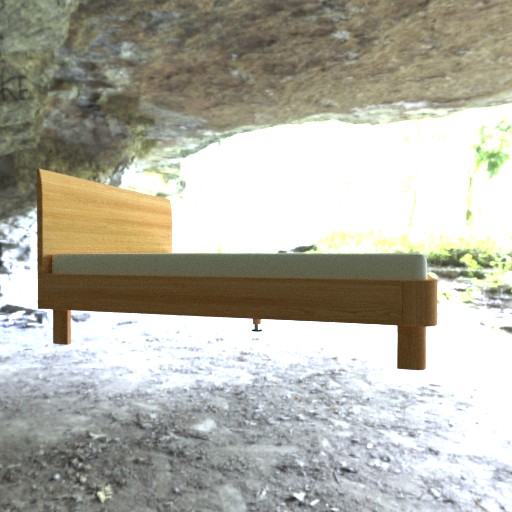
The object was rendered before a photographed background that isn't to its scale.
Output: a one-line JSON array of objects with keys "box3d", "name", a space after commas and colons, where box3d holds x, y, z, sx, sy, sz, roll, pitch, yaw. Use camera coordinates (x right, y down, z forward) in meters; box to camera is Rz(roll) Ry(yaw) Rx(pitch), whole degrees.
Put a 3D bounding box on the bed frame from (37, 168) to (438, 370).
[{"box3d": [0.000, 0.000, 2.776, 1.992, 0.940, 1.472, 0, 1, 17], "name": "bed frame"}]
